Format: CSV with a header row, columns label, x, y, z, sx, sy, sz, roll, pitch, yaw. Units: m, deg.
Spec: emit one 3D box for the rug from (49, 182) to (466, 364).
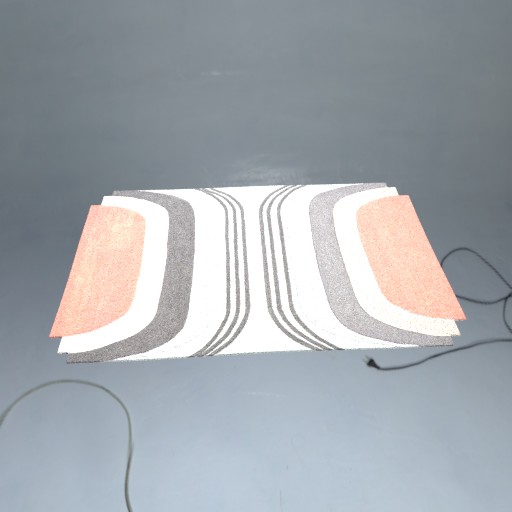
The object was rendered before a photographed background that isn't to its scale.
label,x,y,z,sx,sy,sz,roll,pitch,yaw
rug,0.000,0.000,2.996,2.446,0.017,1.530,-2,46,-2
